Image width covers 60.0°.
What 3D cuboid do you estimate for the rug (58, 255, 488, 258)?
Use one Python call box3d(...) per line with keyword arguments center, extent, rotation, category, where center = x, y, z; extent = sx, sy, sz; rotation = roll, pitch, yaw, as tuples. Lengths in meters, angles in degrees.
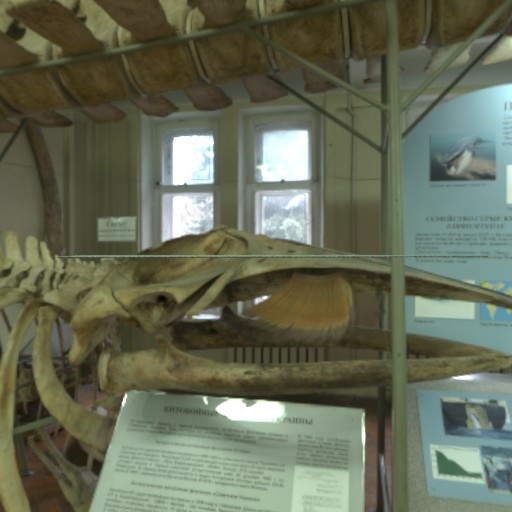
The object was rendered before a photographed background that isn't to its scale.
box3d(center=(0.000, 0.000, 5.160), extent=(3.957, 0.011, 2.894), rotation=(0, 0, -18), category="rug")
